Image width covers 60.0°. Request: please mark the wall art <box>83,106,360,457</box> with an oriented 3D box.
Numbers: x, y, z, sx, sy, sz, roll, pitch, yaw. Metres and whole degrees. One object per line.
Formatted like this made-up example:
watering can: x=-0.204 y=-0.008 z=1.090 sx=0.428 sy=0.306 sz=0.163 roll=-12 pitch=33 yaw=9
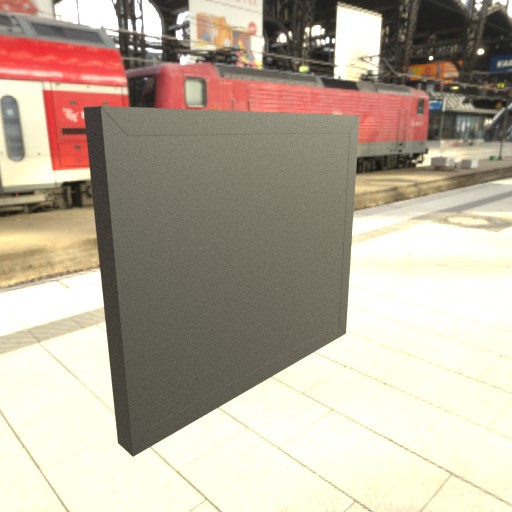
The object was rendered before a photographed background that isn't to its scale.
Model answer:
wall art: x=0.000 y=0.000 z=0.535 sx=0.029 sy=0.330 sz=0.381 roll=15 pitch=22 yaw=42
